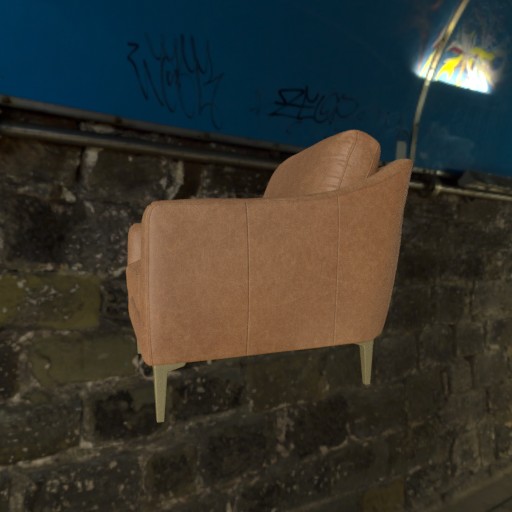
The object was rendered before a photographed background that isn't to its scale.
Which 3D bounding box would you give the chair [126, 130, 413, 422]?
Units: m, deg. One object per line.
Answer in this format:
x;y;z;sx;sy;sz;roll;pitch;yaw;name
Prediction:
0.000;0.000;1.751;0.963;0.895;0.988;0;0;-18;chair
